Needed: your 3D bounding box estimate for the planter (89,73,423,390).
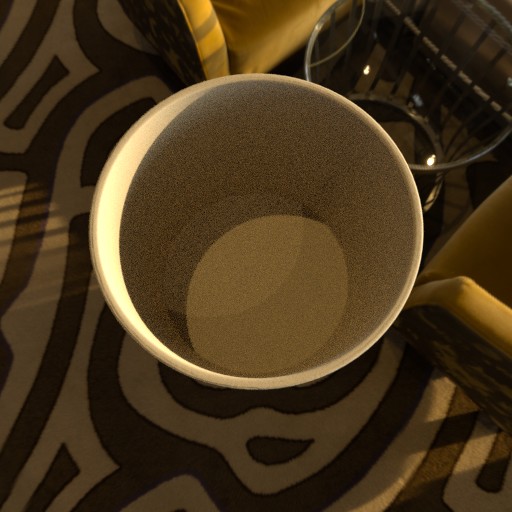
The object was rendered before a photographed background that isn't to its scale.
[{"bbox_3d":[0.000,0.000,0.391,0.221,0.201,0.221,0,75,0],"label":"planter"}]
